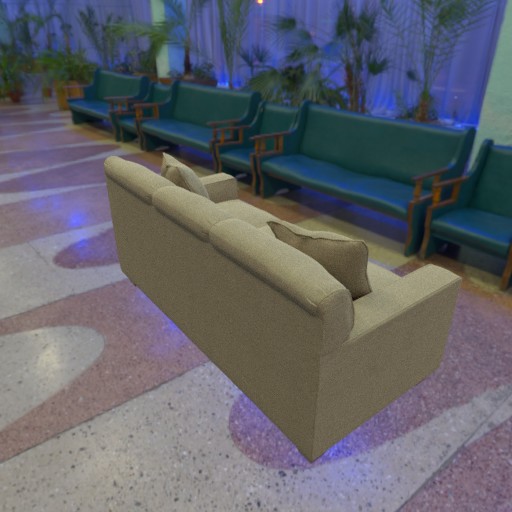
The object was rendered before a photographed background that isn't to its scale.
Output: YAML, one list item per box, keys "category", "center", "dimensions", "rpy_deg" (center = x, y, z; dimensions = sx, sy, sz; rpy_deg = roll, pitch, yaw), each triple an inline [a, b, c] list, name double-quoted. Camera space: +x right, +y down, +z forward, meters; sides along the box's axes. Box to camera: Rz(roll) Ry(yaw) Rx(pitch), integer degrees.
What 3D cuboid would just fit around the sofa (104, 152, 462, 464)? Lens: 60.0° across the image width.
- category: "sofa"
  center: [0.000, 0.000, 2.609]
  dimensions: [0.997, 0.958, 2.024]
  rpy_deg: [-20, 34, -32]
